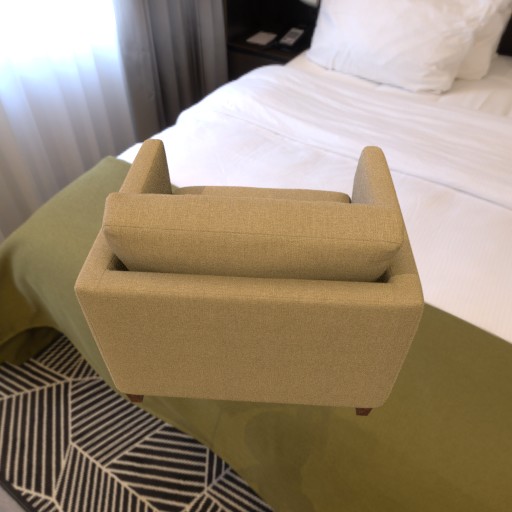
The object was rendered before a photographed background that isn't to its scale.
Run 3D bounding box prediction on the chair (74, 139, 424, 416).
[{"bbox_3d":[0.000,0.000,1.857,1.107,0.963,0.959,2,44,3],"label":"chair"}]
